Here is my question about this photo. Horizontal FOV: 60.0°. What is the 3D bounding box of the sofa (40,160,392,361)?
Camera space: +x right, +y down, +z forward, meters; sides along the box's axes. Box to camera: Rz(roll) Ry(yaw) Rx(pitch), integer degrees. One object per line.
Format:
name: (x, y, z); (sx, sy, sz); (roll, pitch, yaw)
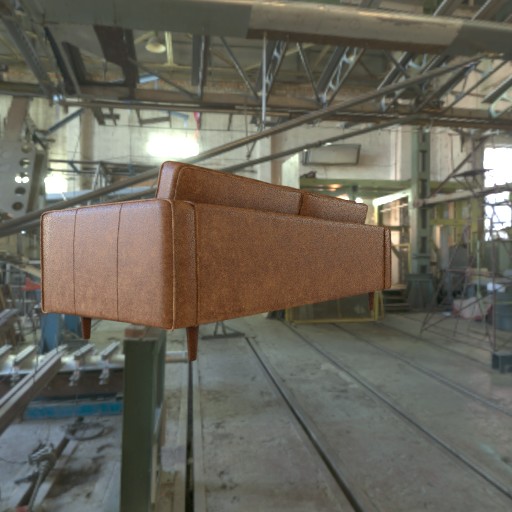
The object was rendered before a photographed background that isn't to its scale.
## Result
sofa: (0.000, 0.000, 2.625); (0.886, 0.779, 2.199); (0, 1, 36)
